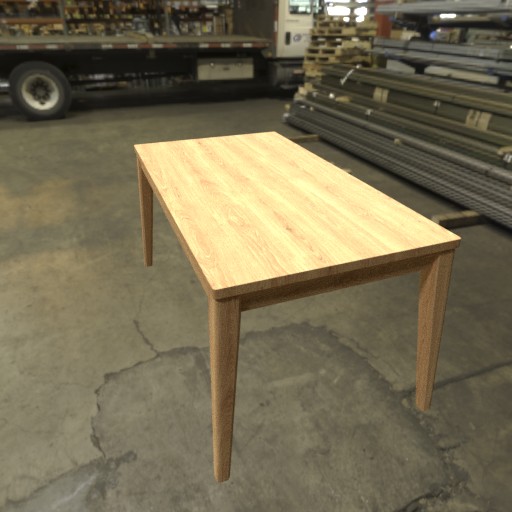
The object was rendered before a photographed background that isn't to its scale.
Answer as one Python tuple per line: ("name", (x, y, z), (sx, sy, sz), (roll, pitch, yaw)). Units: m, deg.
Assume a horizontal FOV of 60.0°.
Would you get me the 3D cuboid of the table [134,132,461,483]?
("table", (0.000, 0.000, 2.114), (0.900, 0.760, 1.600), (-11, 31, -18))
